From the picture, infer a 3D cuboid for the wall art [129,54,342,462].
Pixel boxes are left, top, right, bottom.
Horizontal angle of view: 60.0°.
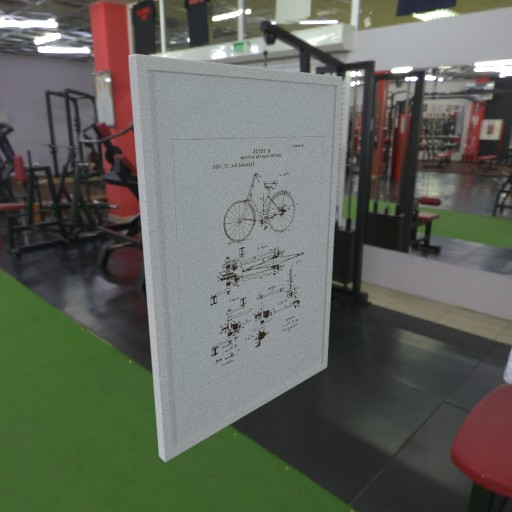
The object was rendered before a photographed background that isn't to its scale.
[{"bbox_3d":[0.000,0.000,0.608,0.332,0.477,0.015,-15,23,-41],"label":"wall art"}]
